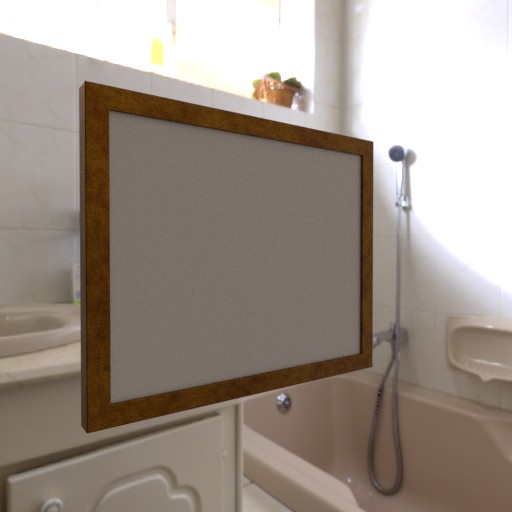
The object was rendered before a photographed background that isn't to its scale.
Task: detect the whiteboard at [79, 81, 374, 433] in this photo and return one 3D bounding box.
[{"bbox_3d":[0.000,0.000,0.748,0.561,0.457,0.029,-1,1,-35],"label":"whiteboard"}]
